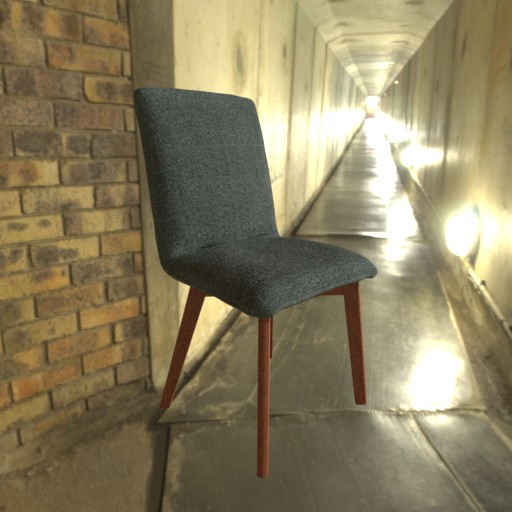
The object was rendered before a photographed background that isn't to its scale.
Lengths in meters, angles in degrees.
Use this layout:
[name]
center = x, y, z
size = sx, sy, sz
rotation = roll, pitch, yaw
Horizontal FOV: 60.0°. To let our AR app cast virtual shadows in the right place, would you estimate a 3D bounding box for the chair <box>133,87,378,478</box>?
[chair]
center = 0.000, 0.000, 1.339
size = 0.522, 0.974, 0.563
rotation = -14, 20, -42
